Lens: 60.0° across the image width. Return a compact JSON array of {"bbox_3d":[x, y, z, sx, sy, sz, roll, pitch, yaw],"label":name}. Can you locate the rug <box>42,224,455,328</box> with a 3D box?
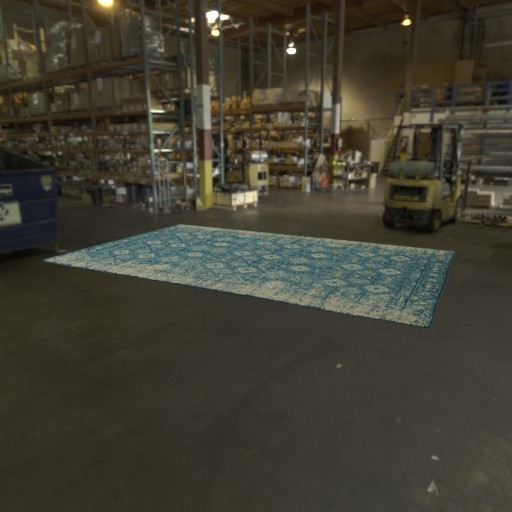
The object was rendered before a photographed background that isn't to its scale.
[{"bbox_3d":[0.000,0.000,3.066,2.449,0.015,1.530,7,16,26],"label":"rug"}]
